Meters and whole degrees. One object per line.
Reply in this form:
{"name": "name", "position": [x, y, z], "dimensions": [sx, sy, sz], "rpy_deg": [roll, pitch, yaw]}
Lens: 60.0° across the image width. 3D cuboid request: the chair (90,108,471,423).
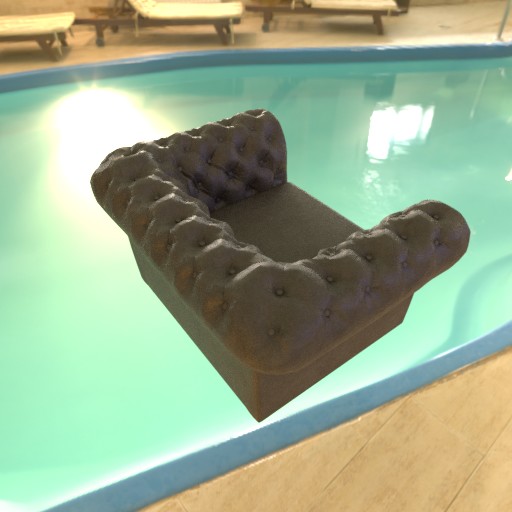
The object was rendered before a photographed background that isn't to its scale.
{"name": "chair", "position": [0.000, 0.000, 1.896], "dimensions": [0.943, 0.780, 1.298], "rpy_deg": [-26, 47, -27]}
